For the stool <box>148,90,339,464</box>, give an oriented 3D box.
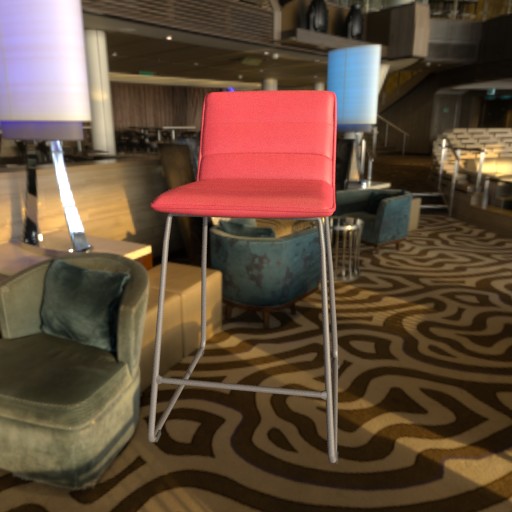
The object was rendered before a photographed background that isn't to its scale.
[{"bbox_3d":[0.000,0.000,1.184,0.489,0.866,0.524,3,16,9],"label":"stool"}]
